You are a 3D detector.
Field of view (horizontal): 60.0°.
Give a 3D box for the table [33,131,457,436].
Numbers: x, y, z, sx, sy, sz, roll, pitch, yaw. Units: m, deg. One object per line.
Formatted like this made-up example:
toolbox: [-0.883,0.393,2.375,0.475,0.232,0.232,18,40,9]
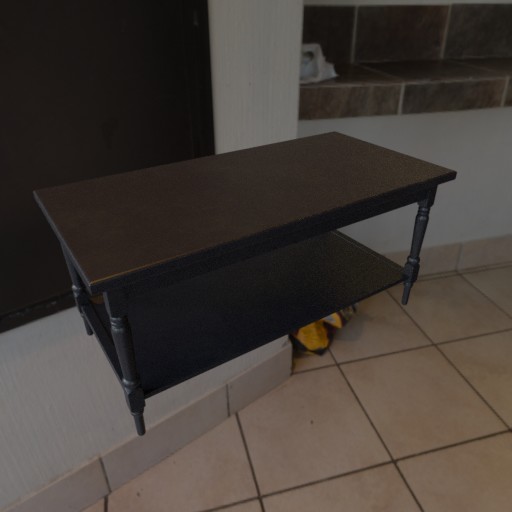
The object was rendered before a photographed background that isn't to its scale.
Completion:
table: [0.000,0.000,1.411,1.107,0.510,0.550,-19,35,-28]
